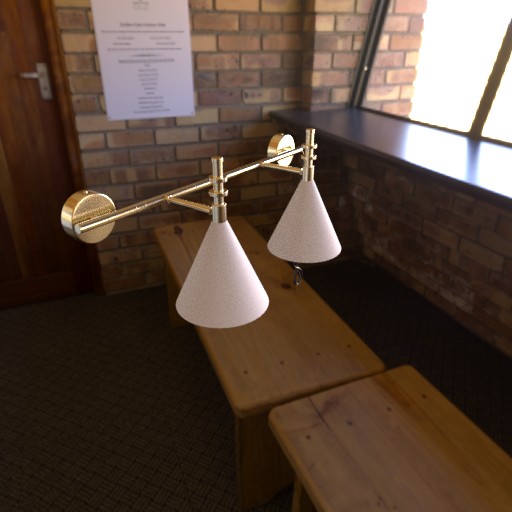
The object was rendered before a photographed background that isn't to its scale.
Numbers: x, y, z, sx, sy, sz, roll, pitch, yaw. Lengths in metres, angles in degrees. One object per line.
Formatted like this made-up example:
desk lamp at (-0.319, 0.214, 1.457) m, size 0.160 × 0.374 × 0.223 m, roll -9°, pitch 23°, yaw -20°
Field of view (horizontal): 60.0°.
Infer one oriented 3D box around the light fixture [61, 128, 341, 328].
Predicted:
light fixture at (0.000, 0.000, 0.884) m, size 0.239 × 0.468 × 0.642 m, roll 18°, pitch 32°, yaw 32°
